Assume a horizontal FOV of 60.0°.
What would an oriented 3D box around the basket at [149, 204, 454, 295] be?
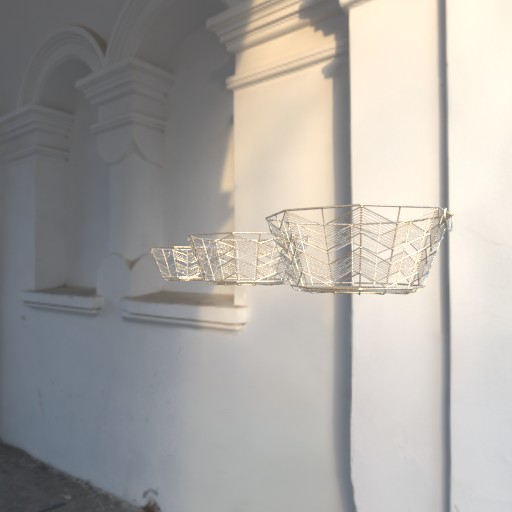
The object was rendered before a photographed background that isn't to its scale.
[{"bbox_3d":[0.000,0.000,1.378,0.432,0.178,1.246,1,-1,-35],"label":"basket"}]
